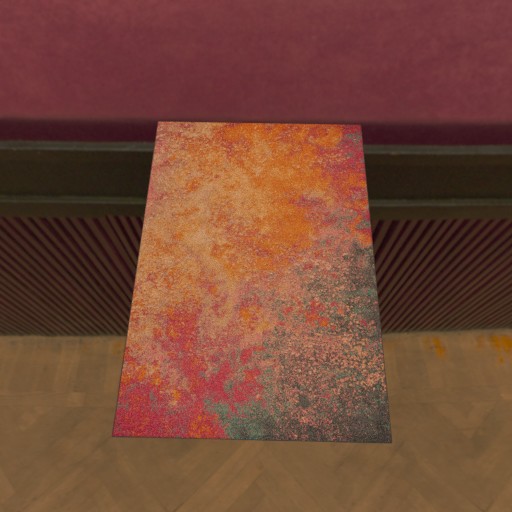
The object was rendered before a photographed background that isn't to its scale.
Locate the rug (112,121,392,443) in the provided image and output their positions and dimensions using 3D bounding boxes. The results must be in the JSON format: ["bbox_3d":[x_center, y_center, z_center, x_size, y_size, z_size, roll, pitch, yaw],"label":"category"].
[{"bbox_3d":[0.000,0.000,3.765,2.007,0.013,2.896,1,65,1],"label":"rug"}]
